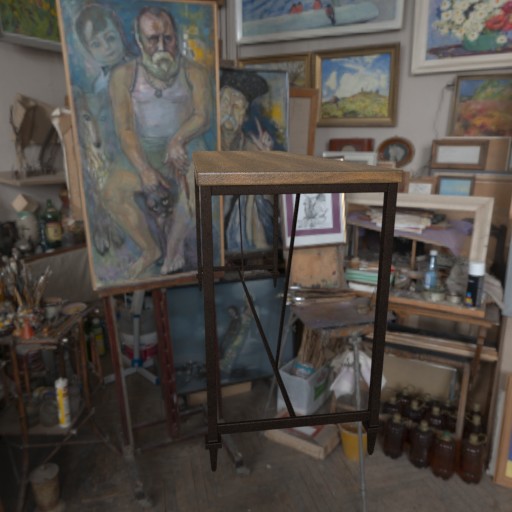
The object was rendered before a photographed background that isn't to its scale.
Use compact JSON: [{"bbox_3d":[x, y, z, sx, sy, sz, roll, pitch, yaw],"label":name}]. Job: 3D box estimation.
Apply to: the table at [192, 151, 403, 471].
[{"bbox_3d":[0.000,0.000,2.065,0.551,0.902,1.700,-2,15,-8],"label":"table"}]
